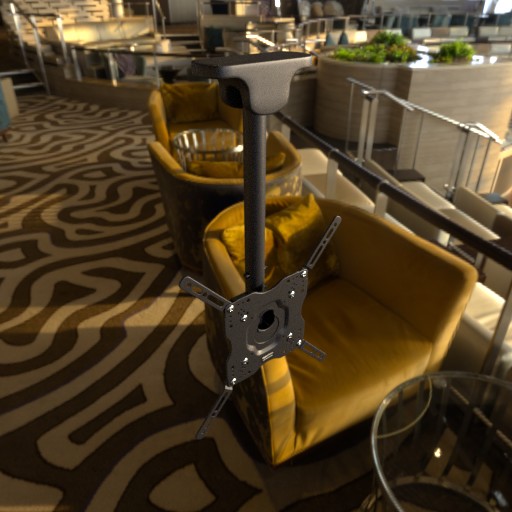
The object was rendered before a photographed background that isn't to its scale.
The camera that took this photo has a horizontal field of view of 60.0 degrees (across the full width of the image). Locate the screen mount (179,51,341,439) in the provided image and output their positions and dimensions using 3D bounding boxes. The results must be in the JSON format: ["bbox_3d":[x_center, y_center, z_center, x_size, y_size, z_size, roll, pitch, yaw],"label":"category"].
[{"bbox_3d":[0.000,0.000,0.885,0.393,0.729,0.090,-22,38,-32],"label":"screen mount"}]
